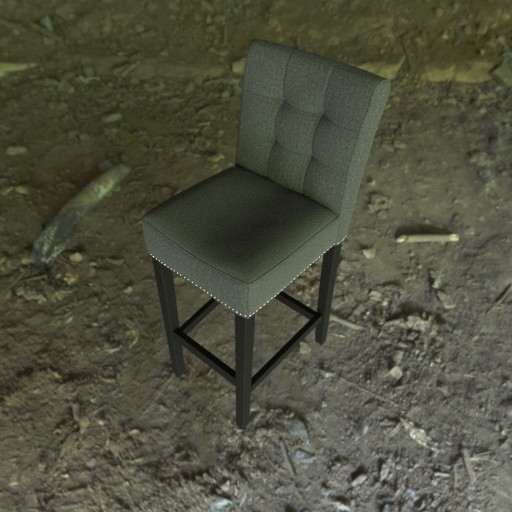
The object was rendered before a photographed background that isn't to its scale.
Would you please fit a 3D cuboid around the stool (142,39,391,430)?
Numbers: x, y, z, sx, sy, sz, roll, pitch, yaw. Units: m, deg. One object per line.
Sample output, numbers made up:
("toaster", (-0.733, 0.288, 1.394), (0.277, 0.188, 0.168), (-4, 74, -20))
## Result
("stool", (0.000, 0.000, 1.346), (0.411, 1.047, 0.548), (30, 53, 26))
